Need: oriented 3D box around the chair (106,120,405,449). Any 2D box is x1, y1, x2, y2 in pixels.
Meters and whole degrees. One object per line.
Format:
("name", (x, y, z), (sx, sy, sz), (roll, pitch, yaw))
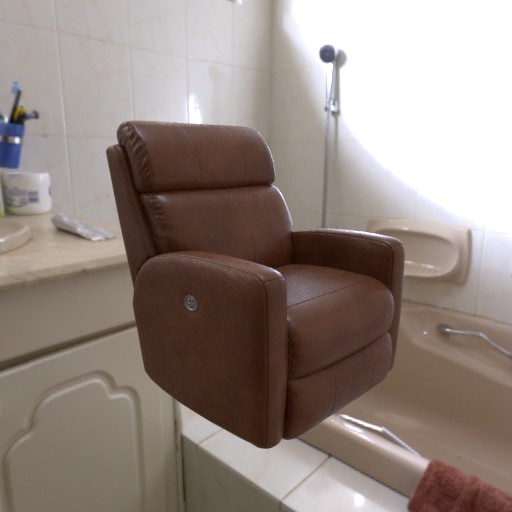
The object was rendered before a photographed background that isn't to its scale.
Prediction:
("chair", (0.000, 0.000, 1.709), (0.787, 1.016, 0.939), (-12, 18, -43))
